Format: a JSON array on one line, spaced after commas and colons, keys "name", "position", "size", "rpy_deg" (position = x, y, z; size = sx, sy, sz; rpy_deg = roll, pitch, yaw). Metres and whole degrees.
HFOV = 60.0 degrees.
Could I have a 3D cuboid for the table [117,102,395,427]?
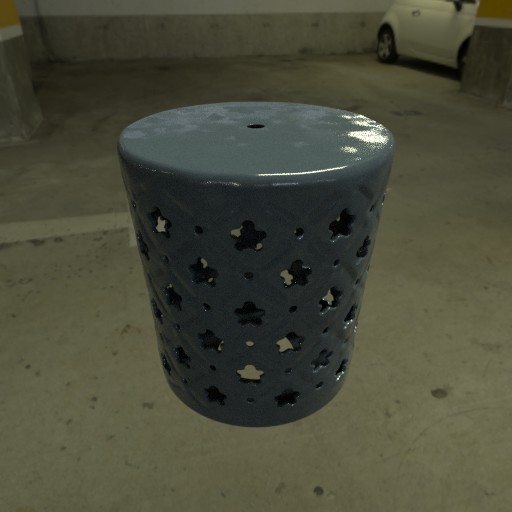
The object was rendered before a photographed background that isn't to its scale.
[{"name": "table", "position": [0.000, 0.000, 0.667], "size": [0.352, 0.387, 0.352], "rpy_deg": [0, 30, 0]}]
